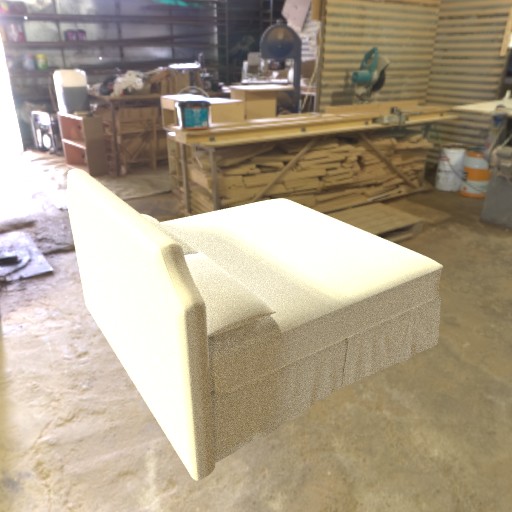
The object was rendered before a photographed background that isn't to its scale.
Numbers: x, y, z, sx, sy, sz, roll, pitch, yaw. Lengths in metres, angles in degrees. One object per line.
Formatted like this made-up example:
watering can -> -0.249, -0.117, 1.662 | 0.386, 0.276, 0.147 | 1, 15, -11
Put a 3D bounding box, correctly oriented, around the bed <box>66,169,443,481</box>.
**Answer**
bed -> 0.000, 0.000, 3.416 | 2.204, 1.301, 2.160 | -16, 29, -30
